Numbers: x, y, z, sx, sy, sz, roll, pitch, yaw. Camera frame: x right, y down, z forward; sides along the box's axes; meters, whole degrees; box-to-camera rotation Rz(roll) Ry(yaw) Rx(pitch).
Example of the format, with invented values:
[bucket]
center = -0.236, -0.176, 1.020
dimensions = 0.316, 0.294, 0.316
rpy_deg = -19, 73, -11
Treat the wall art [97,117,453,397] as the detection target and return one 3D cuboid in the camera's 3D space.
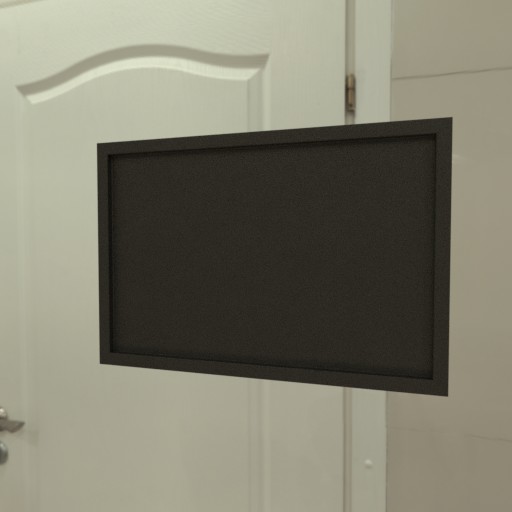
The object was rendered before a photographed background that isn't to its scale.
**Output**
[wall art]
center = 0.000, 0.000, 0.551
dimensions = 0.443, 0.301, 0.021
rpy_deg = 1, 2, 17
